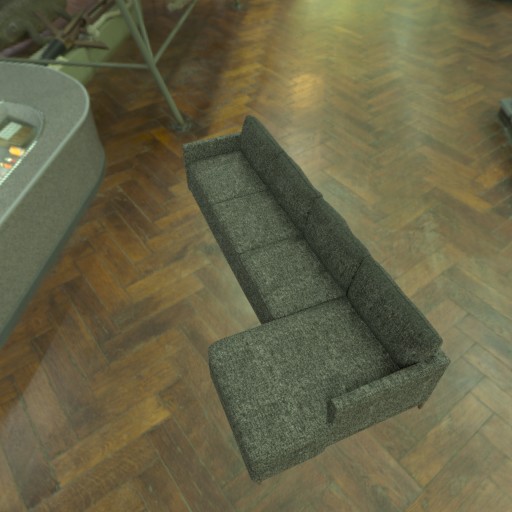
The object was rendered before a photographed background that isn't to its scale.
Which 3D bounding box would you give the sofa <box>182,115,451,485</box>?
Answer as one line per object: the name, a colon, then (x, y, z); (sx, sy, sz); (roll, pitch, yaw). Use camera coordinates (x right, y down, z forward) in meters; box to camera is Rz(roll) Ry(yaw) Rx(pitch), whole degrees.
sofa: (0.000, 0.000, 4.045); (1.488, 0.970, 3.384); (-17, 48, -16)
